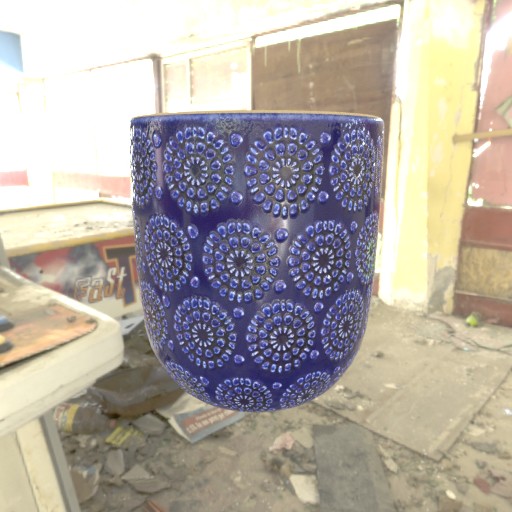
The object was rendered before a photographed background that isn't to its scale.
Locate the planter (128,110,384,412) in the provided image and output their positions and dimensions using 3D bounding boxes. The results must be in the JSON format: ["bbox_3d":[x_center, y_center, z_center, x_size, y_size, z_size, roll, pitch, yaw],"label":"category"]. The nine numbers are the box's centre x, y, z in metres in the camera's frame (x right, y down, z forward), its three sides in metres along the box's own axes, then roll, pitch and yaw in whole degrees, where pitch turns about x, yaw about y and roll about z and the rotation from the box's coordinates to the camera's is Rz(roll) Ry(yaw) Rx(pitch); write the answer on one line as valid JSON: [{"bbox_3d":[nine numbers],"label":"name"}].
[{"bbox_3d":[0.000,0.000,0.350,0.184,0.206,0.184,0,14,0],"label":"planter"}]
